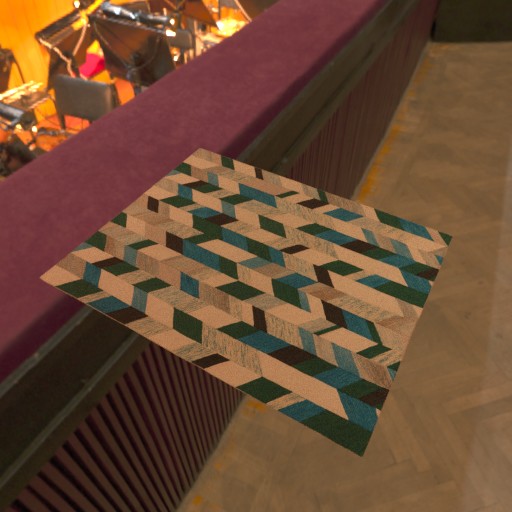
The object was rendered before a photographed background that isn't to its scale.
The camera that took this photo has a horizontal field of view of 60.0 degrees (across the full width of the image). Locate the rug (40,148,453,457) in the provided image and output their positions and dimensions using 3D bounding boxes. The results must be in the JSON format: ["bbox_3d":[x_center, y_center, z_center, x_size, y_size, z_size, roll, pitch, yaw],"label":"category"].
[{"bbox_3d":[0.000,0.000,4.120,3.036,0.008,2.440,23,50,21],"label":"rug"}]
